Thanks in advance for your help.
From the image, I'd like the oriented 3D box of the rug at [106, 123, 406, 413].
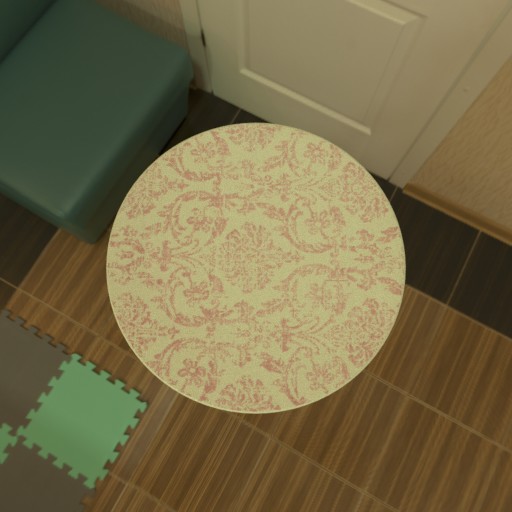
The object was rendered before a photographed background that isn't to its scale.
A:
[{"bbox_3d":[0.000,0.000,2.367,1.593,0.012,1.593,0,76,0],"label":"rug"}]
